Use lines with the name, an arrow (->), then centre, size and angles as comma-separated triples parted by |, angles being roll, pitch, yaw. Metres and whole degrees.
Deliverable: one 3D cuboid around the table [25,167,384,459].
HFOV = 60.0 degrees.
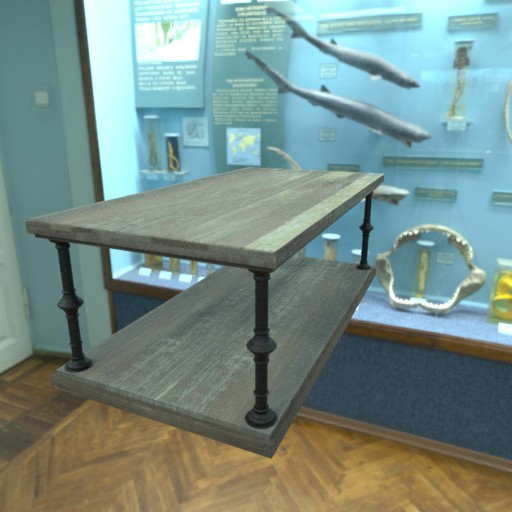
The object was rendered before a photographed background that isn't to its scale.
table -> 0.000, 0.000, 1.337 | 0.554, 0.399, 1.088 | 8, 19, 23
